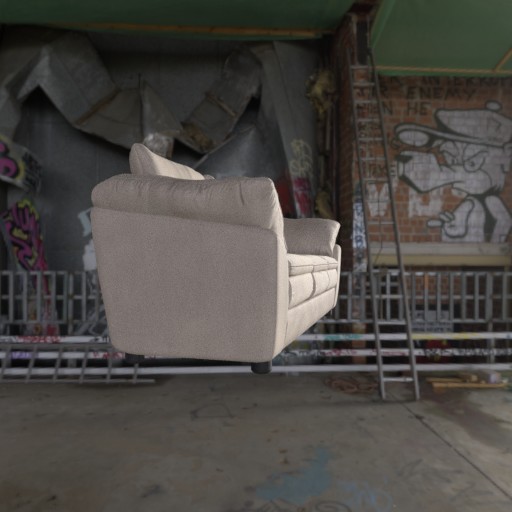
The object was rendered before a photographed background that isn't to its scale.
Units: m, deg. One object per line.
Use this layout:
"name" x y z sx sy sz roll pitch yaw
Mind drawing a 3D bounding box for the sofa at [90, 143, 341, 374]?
"sofa" 0.000 0.000 2.897 0.878 0.996 2.334 0 0 17
